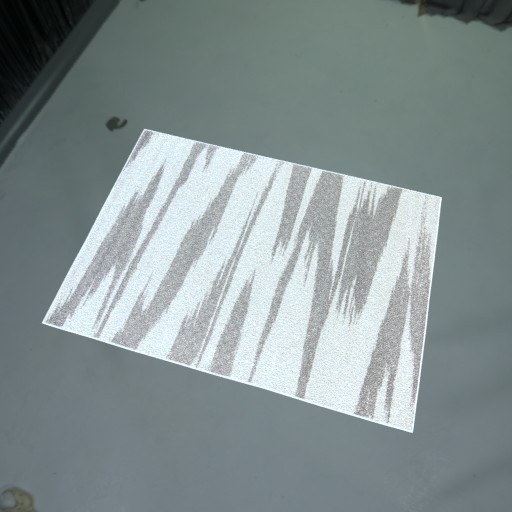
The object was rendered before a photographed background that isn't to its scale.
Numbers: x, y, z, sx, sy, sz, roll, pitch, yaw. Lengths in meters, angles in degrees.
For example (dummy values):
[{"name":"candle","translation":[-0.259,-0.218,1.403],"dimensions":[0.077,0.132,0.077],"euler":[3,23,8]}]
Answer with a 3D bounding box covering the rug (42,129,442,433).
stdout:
[{"name":"rug","translation":[0.000,0.000,2.760],"dimensions":[2.142,0.010,1.533],"euler":[15,64,7]}]
